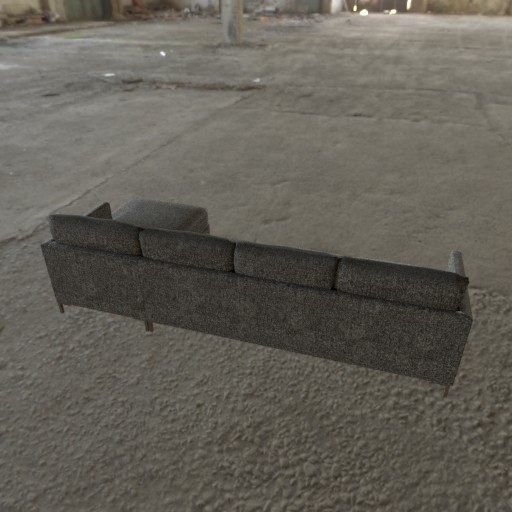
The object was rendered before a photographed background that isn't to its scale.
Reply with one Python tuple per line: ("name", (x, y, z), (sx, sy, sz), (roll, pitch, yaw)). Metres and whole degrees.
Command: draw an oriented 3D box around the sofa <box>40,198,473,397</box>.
("sofa", (0.000, 0.000, 3.999), (3.384, 0.970, 1.488), (9, 32, 15))
